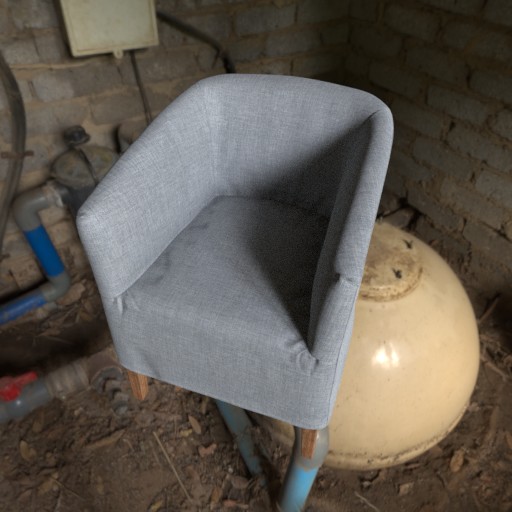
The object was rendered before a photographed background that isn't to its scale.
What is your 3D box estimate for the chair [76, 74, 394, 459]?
[{"bbox_3d":[0.000,0.000,1.233,0.600,0.771,0.668,13,43,15],"label":"chair"}]
